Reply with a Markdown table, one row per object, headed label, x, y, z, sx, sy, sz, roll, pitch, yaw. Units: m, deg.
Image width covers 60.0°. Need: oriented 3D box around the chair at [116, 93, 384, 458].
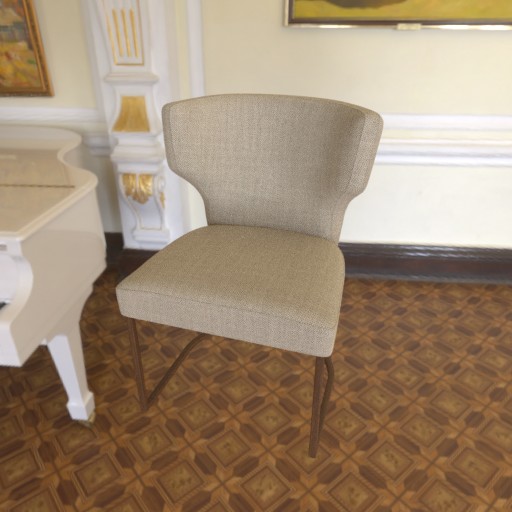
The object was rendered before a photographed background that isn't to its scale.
| label | x | y | z | sx | sy | sz | roll | pitch | yaw |
| --- | --- | --- | --- | --- | --- | --- | --- | --- | --- |
| chair | 0.000 | 0.000 | 1.284 | 0.611 | 0.824 | 0.617 | 9 | 29 | 16 |
